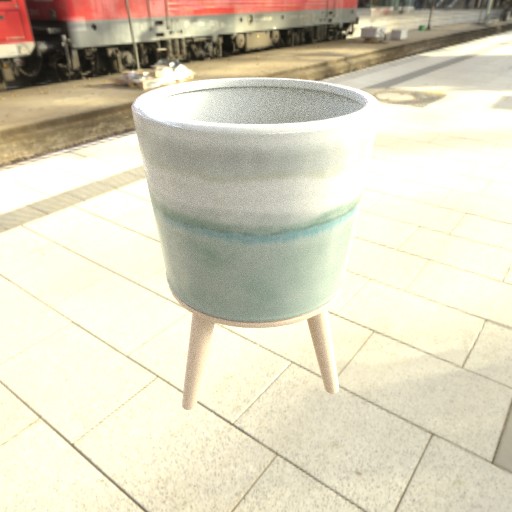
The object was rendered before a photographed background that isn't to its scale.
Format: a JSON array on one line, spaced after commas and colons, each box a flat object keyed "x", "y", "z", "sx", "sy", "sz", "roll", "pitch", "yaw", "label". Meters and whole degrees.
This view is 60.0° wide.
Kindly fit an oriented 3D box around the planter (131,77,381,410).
[{"x": 0.000, "y": 0.000, "z": 0.585, "sx": 0.265, "sy": 0.404, "sz": 0.265, "roll": 20, "pitch": 36, "yaw": 29, "label": "planter"}]
